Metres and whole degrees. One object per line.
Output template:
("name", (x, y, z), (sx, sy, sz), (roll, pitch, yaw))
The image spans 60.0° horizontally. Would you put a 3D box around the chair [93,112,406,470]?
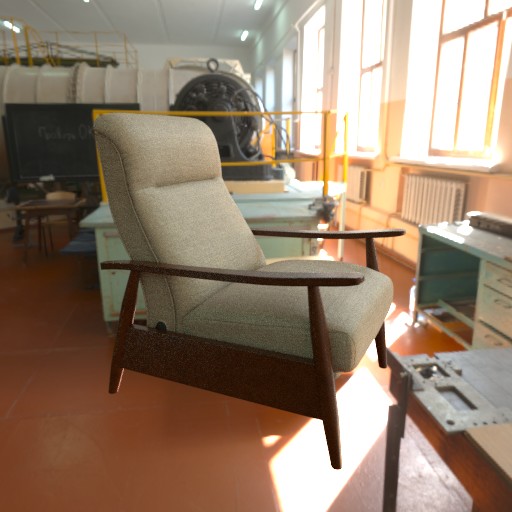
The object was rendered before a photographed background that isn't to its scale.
("chair", (0.000, 0.000, 1.752), (1.014, 1.082, 0.762), (7, 17, 26))
